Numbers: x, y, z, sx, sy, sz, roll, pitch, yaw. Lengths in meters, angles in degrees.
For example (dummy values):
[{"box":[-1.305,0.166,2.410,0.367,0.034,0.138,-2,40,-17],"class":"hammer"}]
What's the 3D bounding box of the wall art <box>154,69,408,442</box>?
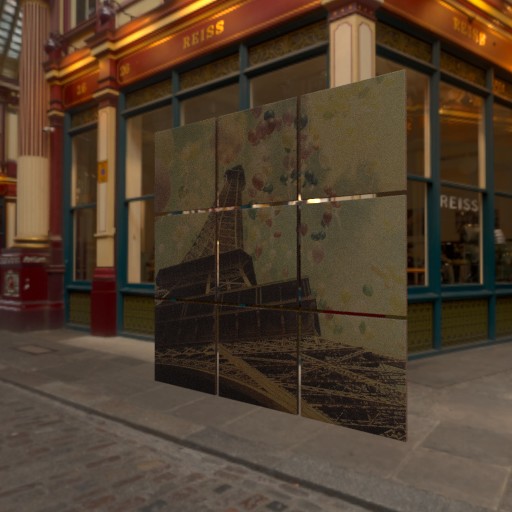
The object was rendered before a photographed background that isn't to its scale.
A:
[{"box":[0.000,0.000,1.861,1.256,1.246,0.017,0,-1,37],"class":"wall art"}]
